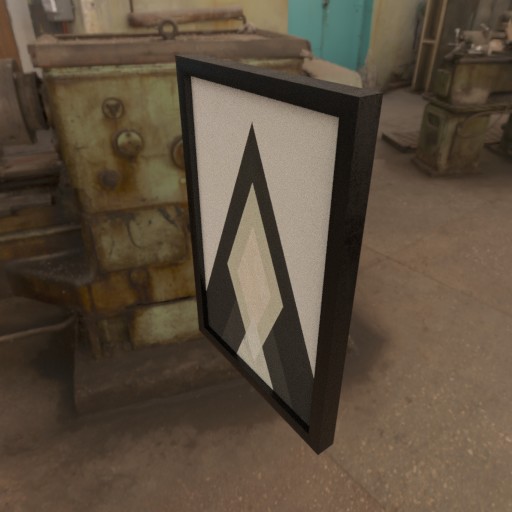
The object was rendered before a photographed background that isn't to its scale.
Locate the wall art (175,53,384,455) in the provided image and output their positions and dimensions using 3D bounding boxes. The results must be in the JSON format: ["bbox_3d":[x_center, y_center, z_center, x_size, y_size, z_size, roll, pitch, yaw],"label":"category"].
[{"bbox_3d":[0.000,0.000,0.584,0.031,0.457,0.313,-21,37,-31],"label":"wall art"}]
